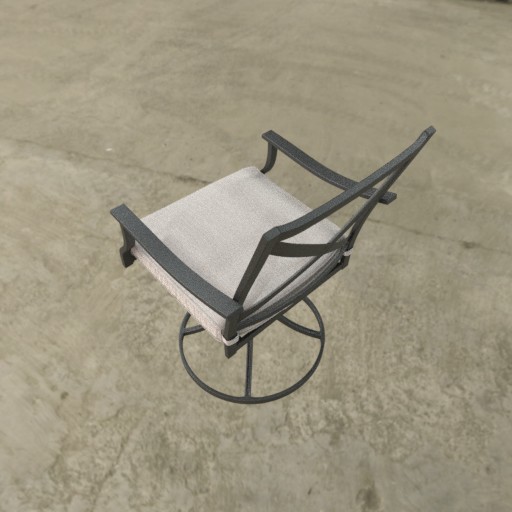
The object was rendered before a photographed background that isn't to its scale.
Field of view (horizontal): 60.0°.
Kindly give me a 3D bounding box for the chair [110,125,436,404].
[{"bbox_3d":[0.000,0.000,1.282,0.575,0.889,0.620,-34,55,-28],"label":"chair"}]
